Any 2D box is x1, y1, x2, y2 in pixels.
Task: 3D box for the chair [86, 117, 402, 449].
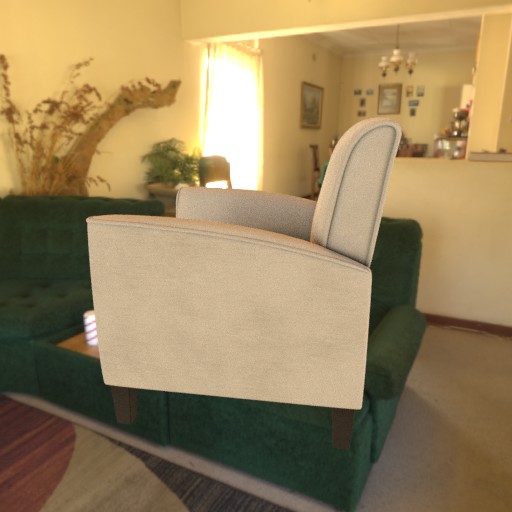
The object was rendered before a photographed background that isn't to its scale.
[{"bbox_3d":[0.000,0.000,1.557,0.821,0.915,0.820,3,15,10],"label":"chair"}]
